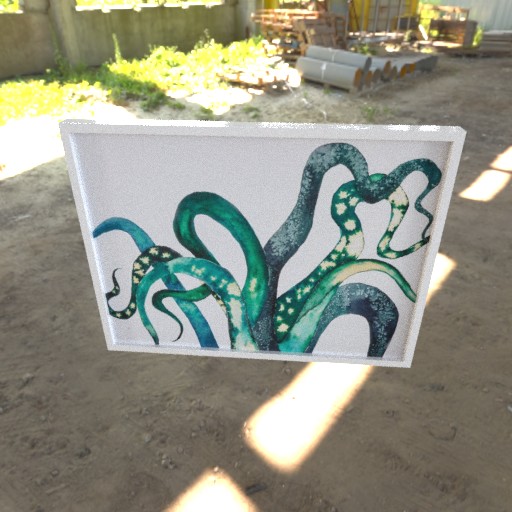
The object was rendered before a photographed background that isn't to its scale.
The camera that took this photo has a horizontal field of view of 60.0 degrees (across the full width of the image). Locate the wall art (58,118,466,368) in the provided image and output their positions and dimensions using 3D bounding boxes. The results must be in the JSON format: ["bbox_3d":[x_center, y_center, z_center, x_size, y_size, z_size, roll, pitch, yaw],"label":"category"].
[{"bbox_3d":[0.000,0.000,1.346,1.041,0.787,0.053,2,30,4],"label":"wall art"}]
